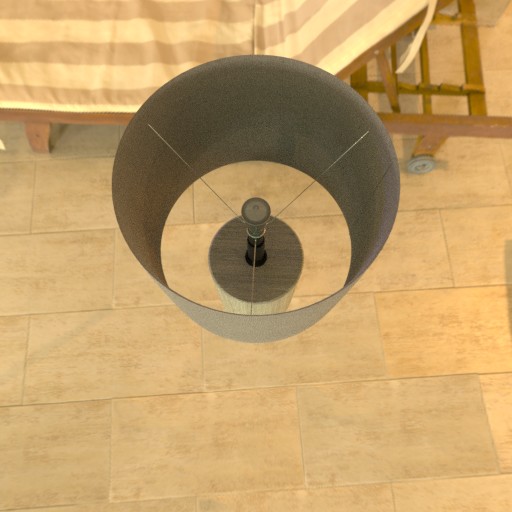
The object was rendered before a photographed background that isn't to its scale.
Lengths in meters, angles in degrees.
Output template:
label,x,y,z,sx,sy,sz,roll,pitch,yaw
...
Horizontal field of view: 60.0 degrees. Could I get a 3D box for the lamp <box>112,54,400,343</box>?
label,x,y,z,sx,sy,sz,roll,pitch,yaw
lamp,0.000,0.000,0.560,0.228,0.444,0.228,2,73,1
